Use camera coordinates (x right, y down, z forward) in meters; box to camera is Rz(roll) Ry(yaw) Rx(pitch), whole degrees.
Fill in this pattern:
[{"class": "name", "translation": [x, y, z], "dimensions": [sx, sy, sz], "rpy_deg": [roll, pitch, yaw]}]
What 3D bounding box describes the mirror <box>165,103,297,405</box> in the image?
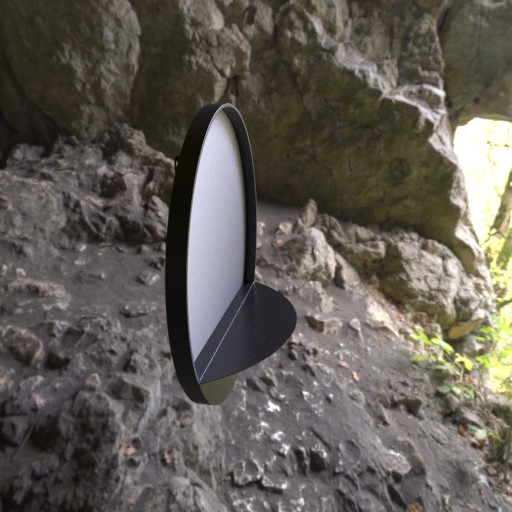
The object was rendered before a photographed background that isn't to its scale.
[{"class": "mirror", "translation": [0.000, 0.000, 0.701], "dimensions": [0.133, 0.457, 0.457], "rpy_deg": [3, 16, 9]}]
